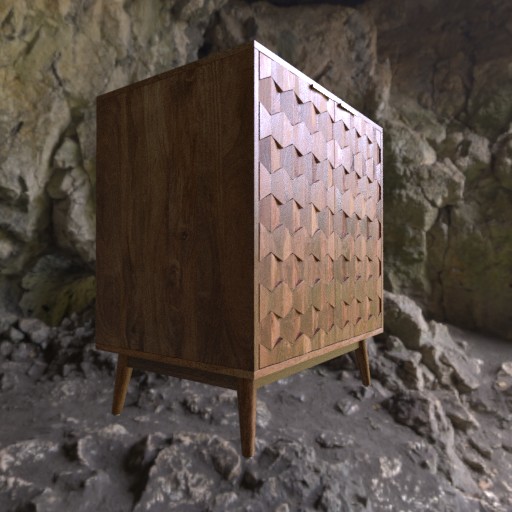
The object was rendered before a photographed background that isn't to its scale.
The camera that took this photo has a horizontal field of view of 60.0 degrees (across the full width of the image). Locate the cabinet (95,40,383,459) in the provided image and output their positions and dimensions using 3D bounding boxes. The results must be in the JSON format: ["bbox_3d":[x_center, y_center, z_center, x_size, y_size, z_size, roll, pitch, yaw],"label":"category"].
[{"bbox_3d":[0.000,0.000,1.177,0.473,0.758,0.647,0,-1,36],"label":"cabinet"}]
